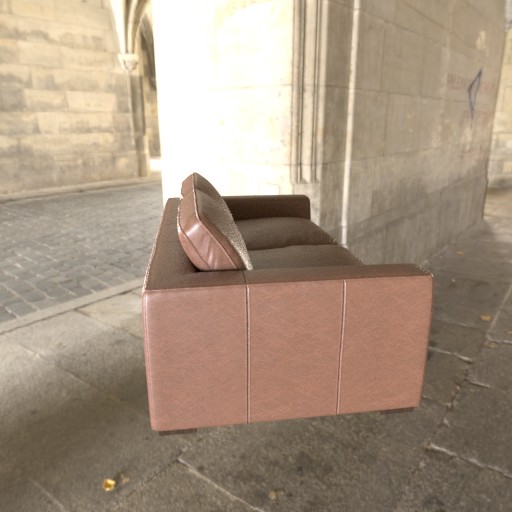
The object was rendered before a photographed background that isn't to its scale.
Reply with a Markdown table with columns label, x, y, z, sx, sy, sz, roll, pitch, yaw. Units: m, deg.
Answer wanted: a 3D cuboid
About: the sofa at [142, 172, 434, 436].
| label | x | y | z | sx | sy | sz | roll | pitch | yaw |
| --- | --- | --- | --- | --- | --- | --- | --- | --- | --- |
| sofa | 0.000 | 0.000 | 2.461 | 1.070 | 0.800 | 1.920 | -2 | 17 | -8 |
